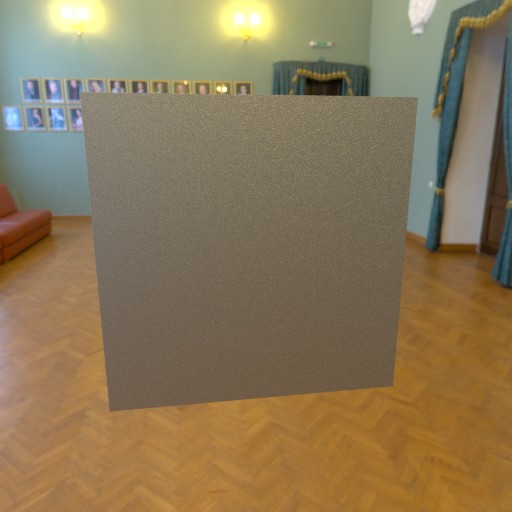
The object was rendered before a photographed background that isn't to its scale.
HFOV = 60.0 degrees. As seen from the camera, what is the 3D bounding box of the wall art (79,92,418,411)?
[{"bbox_3d":[0.000,0.000,0.514,0.350,0.350,0.038,-2,15,-9],"label":"wall art"}]
